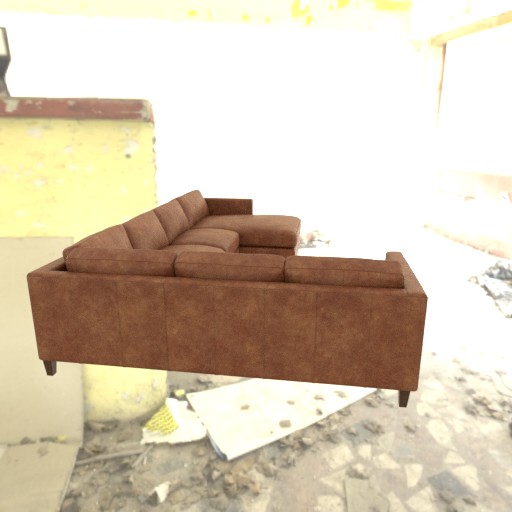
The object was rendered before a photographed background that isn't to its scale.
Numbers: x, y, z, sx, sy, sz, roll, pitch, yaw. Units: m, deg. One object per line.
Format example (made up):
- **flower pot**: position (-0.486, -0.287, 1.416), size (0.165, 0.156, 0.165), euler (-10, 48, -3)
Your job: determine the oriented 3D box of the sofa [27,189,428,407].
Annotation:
- **sofa**: position (0.000, 0.000, 4.280), size (2.452, 0.888, 3.324), euler (2, 16, 9)
